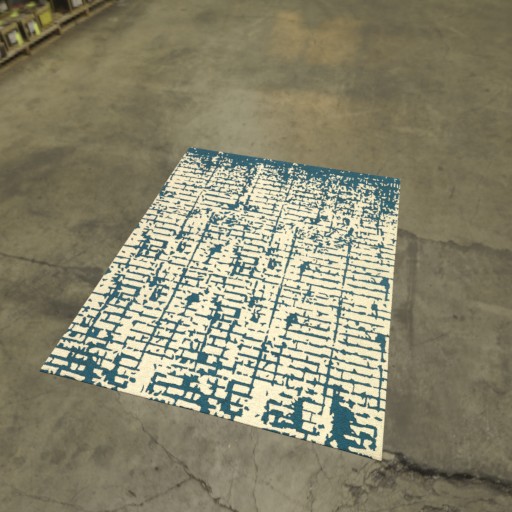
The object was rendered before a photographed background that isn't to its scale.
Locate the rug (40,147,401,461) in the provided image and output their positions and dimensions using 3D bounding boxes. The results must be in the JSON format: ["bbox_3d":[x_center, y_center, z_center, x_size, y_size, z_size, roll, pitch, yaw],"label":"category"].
[{"bbox_3d":[0.000,0.000,3.975,2.416,0.014,3.017,11,47,10],"label":"rug"}]
